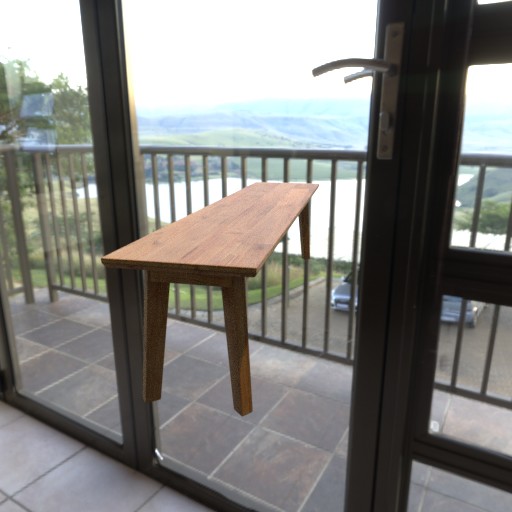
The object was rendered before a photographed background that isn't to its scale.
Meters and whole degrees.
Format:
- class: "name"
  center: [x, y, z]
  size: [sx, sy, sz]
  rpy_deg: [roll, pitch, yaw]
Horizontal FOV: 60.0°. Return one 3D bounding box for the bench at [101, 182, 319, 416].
- class: "bench"
  center: [0.000, 0.000, 1.862]
  size: [0.378, 0.431, 1.698]
  rpy_deg: [3, 16, 12]
